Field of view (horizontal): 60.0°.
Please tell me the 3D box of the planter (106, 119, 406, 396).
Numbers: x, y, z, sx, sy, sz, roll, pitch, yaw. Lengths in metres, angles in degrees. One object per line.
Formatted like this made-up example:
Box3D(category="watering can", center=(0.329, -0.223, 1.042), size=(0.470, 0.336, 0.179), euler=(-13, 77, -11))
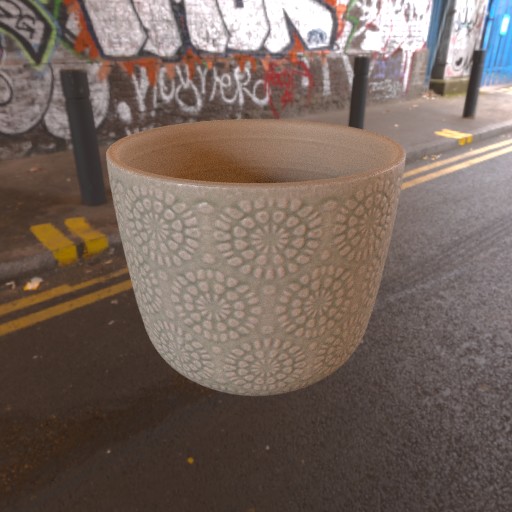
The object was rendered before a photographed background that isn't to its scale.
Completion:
Box3D(category="planter", center=(0.000, 0.000, 0.215), size=(0.124, 0.109, 0.124), euler=(0, 26, 0))
